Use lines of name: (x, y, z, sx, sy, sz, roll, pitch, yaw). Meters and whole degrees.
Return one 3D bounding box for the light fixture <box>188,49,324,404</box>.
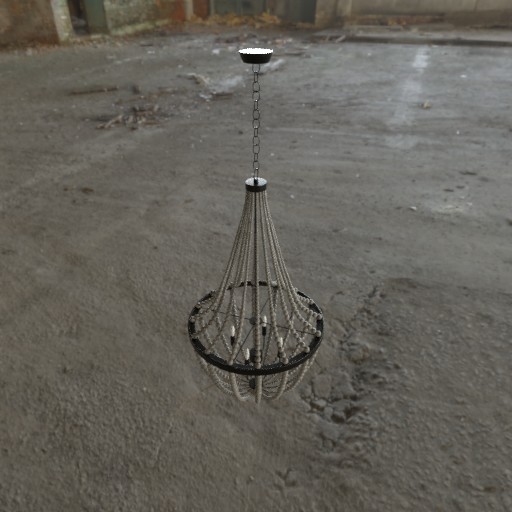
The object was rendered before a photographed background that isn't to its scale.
light fixture: (0.000, 0.000, 1.339, 0.450, 1.133, 0.450, 0, 32, 0)
